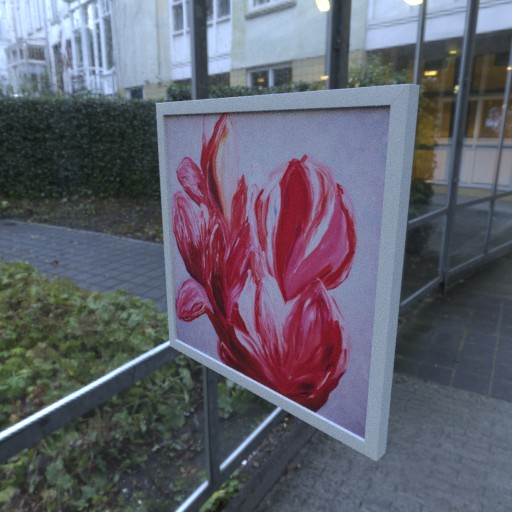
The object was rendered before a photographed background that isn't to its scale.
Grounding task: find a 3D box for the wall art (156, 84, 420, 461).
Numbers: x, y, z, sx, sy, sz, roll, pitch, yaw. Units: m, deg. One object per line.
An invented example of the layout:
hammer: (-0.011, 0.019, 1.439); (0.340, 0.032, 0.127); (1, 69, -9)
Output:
wall art: (0.000, 0.000, 0.668); (0.455, 0.453, 0.023); (15, 21, 42)
